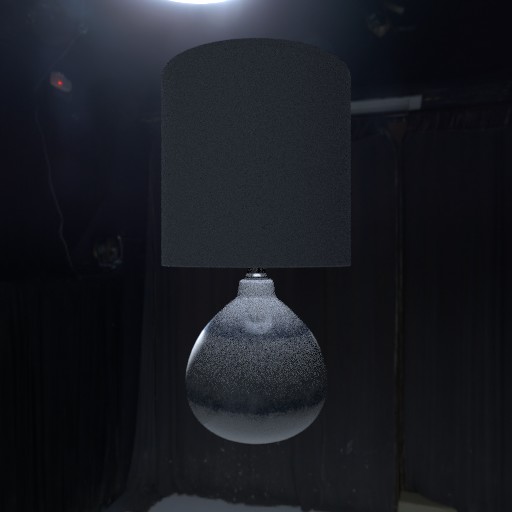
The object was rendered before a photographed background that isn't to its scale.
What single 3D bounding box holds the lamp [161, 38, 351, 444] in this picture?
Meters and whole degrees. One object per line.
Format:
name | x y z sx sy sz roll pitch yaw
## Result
lamp | 0.000 0.000 0.518 0.216 0.404 0.216 0 0 18
